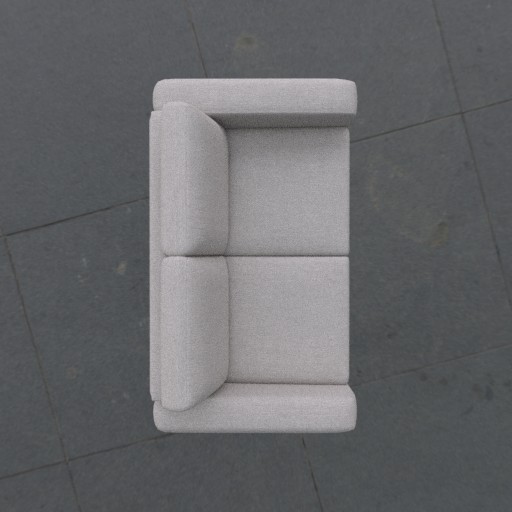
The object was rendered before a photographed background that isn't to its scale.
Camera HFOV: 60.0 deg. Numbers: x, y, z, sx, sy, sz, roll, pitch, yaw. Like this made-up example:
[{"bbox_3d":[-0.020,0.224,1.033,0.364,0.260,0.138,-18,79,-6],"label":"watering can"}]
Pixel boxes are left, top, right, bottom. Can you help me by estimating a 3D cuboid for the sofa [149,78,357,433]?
[{"bbox_3d":[0.000,0.000,2.084,0.900,0.800,1.540,0,90,0],"label":"sofa"}]
